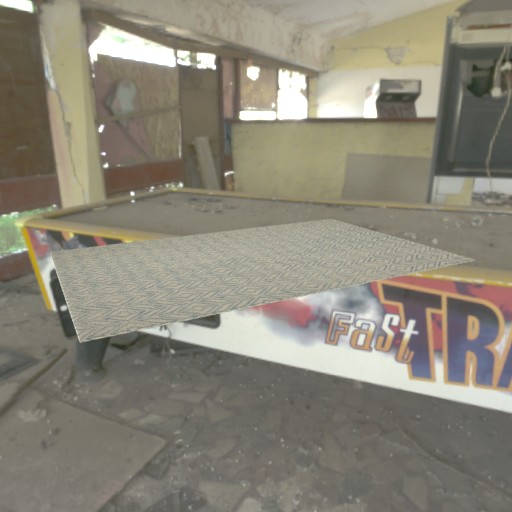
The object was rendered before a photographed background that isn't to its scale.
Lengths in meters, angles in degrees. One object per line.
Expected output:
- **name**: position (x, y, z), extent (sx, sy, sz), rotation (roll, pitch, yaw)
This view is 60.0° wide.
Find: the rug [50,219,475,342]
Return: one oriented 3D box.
- **rug**: position (0.000, 0.000, 2.998), extent (2.441, 0.008, 1.526), rotation (-9, 18, -27)
